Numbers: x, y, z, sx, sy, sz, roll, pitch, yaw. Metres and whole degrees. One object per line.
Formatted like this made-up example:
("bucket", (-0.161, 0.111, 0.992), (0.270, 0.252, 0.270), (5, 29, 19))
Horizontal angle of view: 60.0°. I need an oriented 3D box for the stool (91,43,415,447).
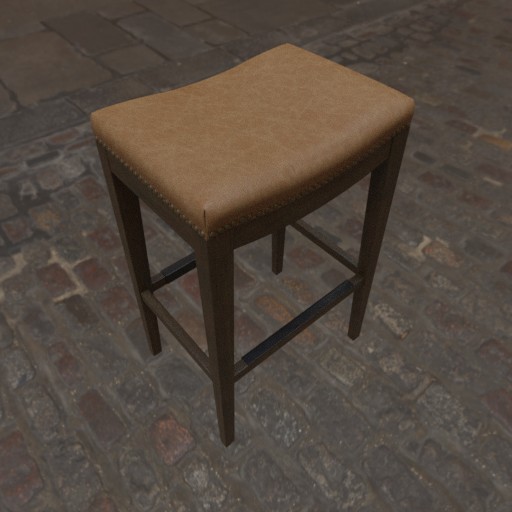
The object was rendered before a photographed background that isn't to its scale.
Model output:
("stool", (0.000, 0.000, 1.028), (0.500, 0.759, 0.361), (-32, 54, -26))
